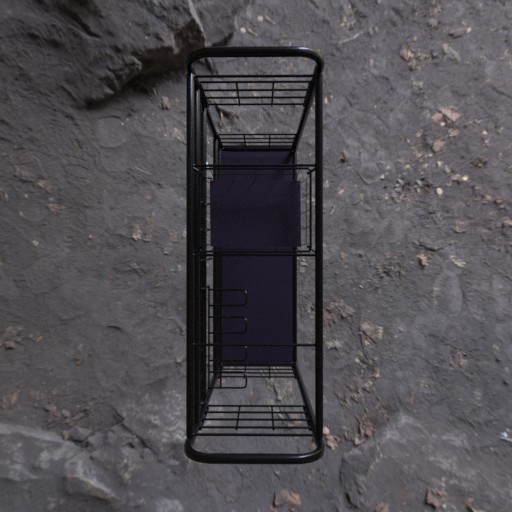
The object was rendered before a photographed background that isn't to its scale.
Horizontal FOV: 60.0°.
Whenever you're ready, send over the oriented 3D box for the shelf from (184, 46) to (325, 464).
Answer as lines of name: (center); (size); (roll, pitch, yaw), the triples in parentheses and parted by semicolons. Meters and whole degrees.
shelf: (0.000, 0.000, 1.522); (0.350, 1.026, 0.961); (0, 90, 1)
